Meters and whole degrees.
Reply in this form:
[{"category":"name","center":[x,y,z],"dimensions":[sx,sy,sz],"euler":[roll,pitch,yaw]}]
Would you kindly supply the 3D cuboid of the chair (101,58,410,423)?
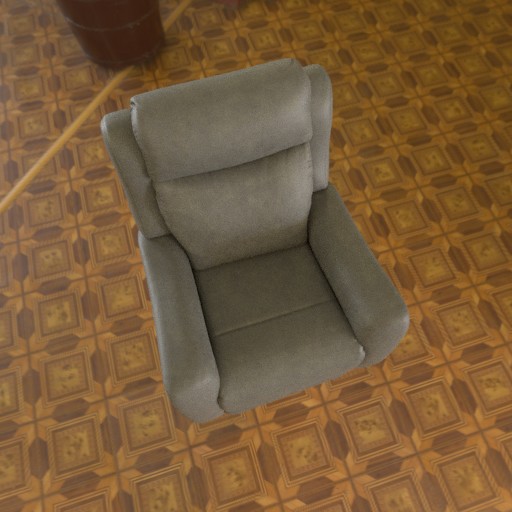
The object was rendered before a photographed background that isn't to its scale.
[{"category":"chair","center":[0.000,0.000,1.869],"dimensions":[0.965,1.116,1.068],"euler":[-16,66,-7]}]
